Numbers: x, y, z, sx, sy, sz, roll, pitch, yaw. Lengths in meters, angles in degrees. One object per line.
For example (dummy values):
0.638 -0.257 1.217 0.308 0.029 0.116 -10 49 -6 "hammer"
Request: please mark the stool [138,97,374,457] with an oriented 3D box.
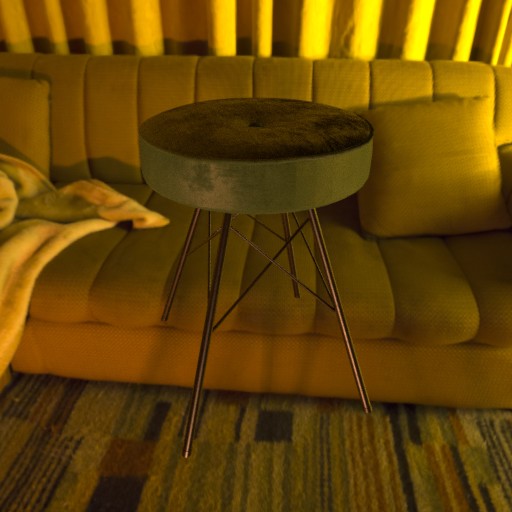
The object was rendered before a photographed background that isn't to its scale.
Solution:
0.000 0.000 0.957 0.430 0.595 0.457 -8 32 -14 "stool"
